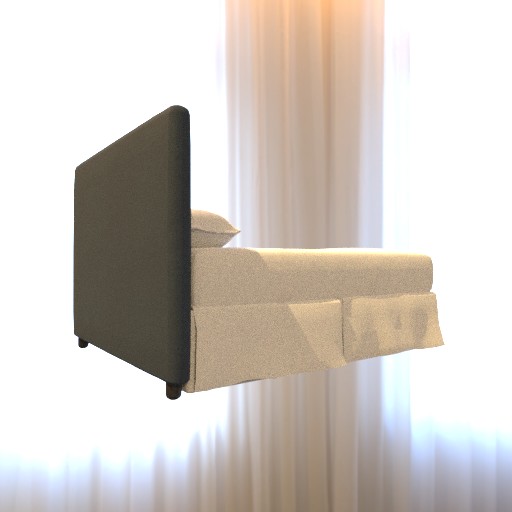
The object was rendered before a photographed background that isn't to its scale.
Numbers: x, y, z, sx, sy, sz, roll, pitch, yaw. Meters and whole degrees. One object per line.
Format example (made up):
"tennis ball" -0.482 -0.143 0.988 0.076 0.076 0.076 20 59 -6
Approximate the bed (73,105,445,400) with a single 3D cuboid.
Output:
"bed" 0.000 0.000 3.220 2.162 1.330 1.713 0 -1 -36
